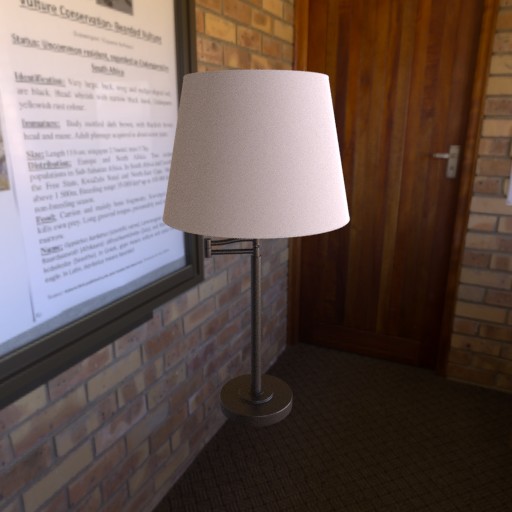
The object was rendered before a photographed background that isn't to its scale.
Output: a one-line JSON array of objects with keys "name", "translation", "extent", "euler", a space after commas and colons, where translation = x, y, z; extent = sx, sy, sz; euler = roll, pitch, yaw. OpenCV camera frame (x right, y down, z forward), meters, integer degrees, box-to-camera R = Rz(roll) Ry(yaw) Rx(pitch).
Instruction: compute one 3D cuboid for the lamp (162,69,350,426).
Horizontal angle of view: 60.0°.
[{"name": "lamp", "translation": [0.000, 0.000, 0.902], "extent": [0.363, 0.696, 0.363], "euler": [0, 17, 0]}]
